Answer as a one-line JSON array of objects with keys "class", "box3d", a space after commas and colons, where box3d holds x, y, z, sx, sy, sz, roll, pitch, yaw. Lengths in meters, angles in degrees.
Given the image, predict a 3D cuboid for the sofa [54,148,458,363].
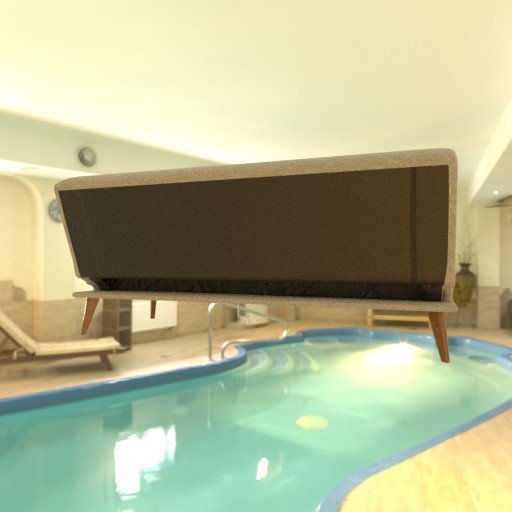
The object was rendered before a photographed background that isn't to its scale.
[{"class": "sofa", "box3d": [0.000, 0.000, 2.216, 1.800, 0.810, 0.860, 0, 0, 20]}]
